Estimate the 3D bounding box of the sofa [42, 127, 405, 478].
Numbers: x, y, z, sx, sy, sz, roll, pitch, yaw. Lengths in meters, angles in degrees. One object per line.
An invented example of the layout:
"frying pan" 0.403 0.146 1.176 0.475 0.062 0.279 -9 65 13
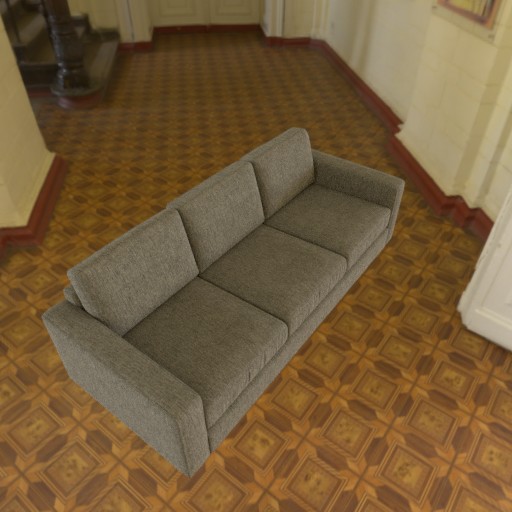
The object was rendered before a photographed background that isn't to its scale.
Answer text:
"sofa" 0.000 0.000 2.590 0.900 0.800 2.160 26 47 27
